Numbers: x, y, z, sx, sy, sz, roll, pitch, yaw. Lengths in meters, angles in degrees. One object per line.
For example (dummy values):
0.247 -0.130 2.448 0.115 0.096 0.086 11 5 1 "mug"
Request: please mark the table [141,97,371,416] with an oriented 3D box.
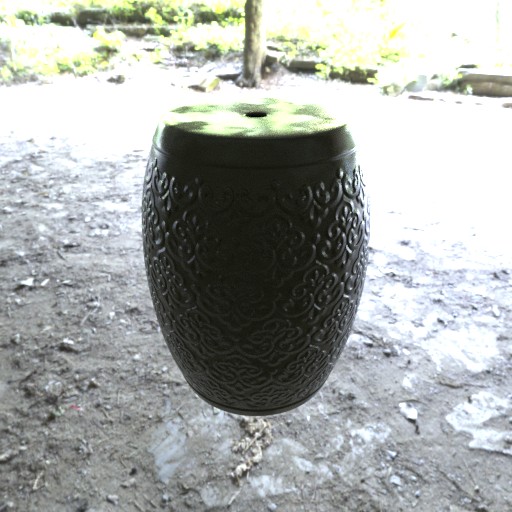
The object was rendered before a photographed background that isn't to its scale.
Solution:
0.000 0.000 0.633 0.309 0.397 0.309 0 30 0 "table"
